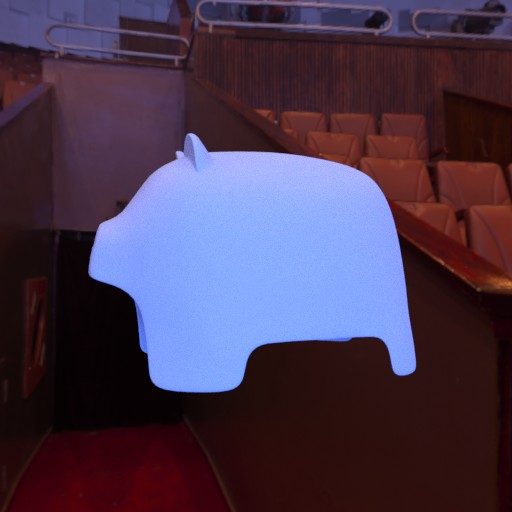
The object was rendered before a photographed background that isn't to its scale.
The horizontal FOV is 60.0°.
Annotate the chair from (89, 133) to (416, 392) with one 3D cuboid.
[{"bbox_3d":[0.000,0.000,0.877,0.619,0.423,0.364,0,0,-18],"label":"chair"}]
